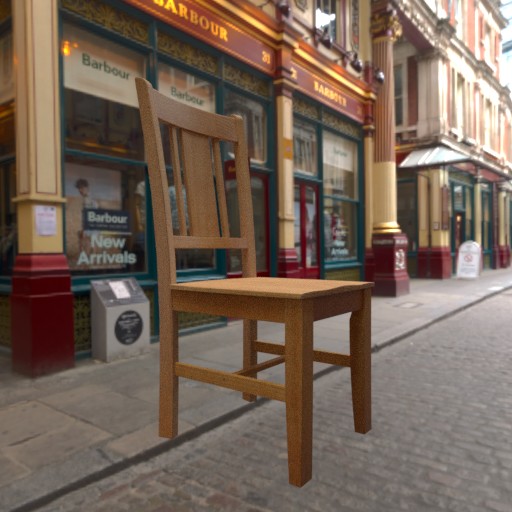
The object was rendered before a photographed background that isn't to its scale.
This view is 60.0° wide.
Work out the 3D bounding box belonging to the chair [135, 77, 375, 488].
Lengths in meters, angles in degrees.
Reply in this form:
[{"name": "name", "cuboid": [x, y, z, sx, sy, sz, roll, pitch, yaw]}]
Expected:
[{"name": "chair", "cuboid": [0.000, 0.000, 1.271, 0.556, 0.998, 0.450, 1, 1, 37]}]
